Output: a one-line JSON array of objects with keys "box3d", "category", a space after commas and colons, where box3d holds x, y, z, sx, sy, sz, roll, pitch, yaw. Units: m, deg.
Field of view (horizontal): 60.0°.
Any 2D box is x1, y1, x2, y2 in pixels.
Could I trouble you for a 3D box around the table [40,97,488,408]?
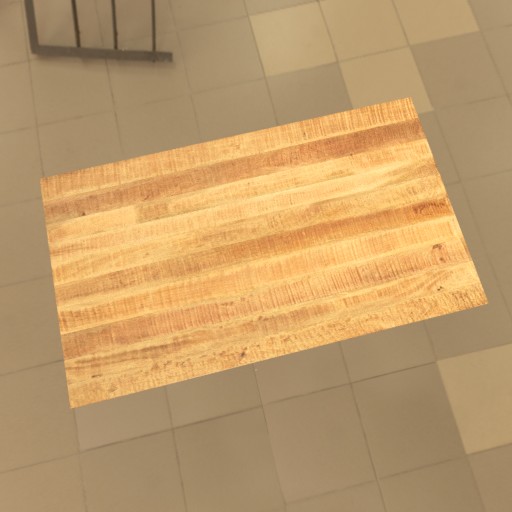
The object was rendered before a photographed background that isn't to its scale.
[{"box3d": [0.000, 0.000, 1.666, 1.320, 0.455, 0.760, -13, 76, -3], "category": "table"}]
